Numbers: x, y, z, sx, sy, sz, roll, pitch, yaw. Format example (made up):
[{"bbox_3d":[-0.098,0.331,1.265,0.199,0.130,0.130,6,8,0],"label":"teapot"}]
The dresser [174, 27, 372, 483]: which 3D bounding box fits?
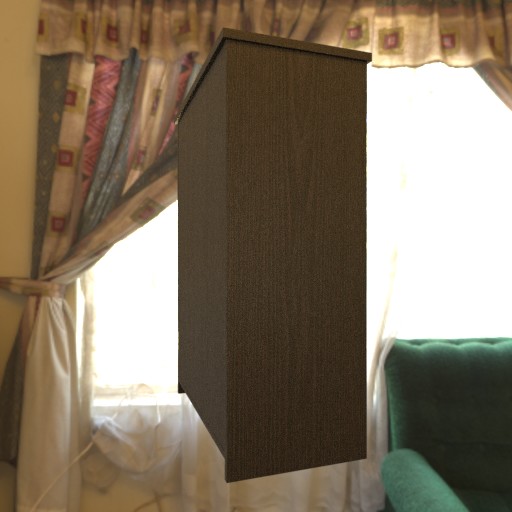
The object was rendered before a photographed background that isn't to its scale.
[{"bbox_3d":[0.000,0.000,1.384,0.399,1.020,0.704,0,0,-19],"label":"dresser"}]
